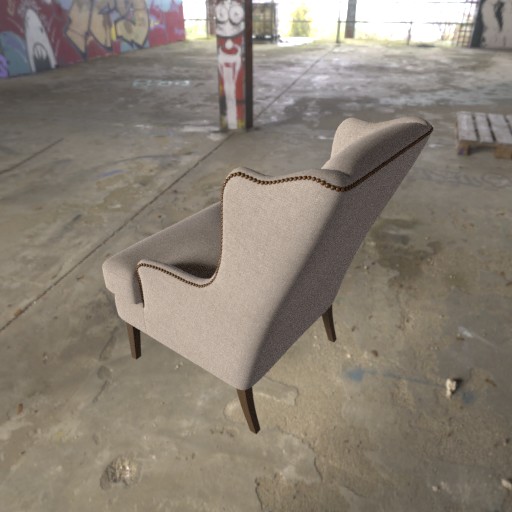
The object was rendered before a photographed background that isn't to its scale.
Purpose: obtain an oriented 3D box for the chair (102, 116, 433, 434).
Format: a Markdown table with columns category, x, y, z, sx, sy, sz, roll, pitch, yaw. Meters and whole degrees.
| category | x | y | z | sx | sy | sz | roll | pitch | yaw |
| --- | --- | --- | --- | --- | --- | --- | --- | --- | --- |
| chair | 0.000 | 0.000 | 1.656 | 0.940 | 1.029 | 0.737 | 20 | 36 | 30 |
